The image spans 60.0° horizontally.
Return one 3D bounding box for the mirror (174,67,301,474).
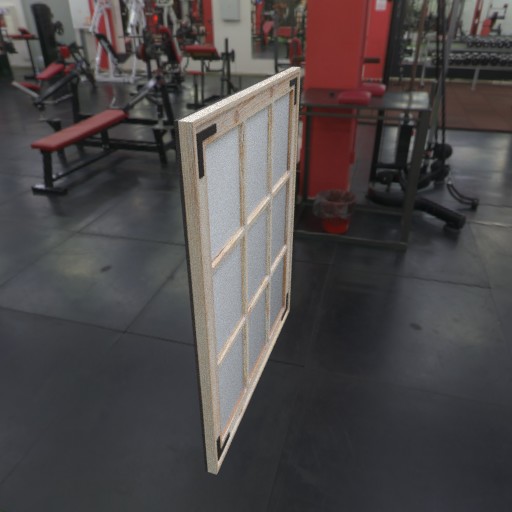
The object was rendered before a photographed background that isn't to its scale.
[{"bbox_3d":[0.000,0.000,1.217,0.032,0.882,0.730,9,31,16],"label":"mirror"}]
